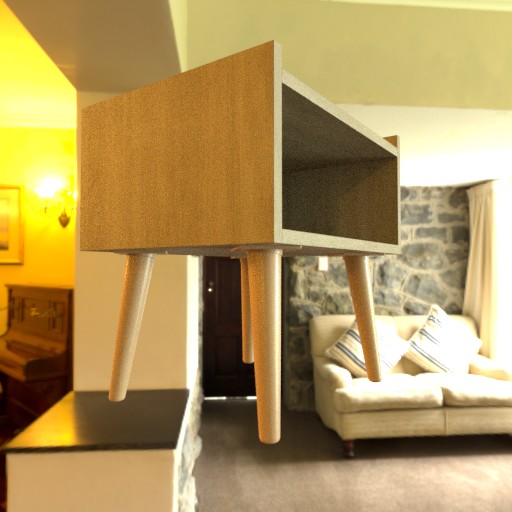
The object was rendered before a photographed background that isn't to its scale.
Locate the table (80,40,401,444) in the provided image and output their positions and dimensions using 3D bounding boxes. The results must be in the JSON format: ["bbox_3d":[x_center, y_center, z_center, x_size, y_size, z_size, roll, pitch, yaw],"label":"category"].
[{"bbox_3d":[0.000,0.000,0.783,0.370,0.470,0.450,-1,-2,35],"label":"table"}]
